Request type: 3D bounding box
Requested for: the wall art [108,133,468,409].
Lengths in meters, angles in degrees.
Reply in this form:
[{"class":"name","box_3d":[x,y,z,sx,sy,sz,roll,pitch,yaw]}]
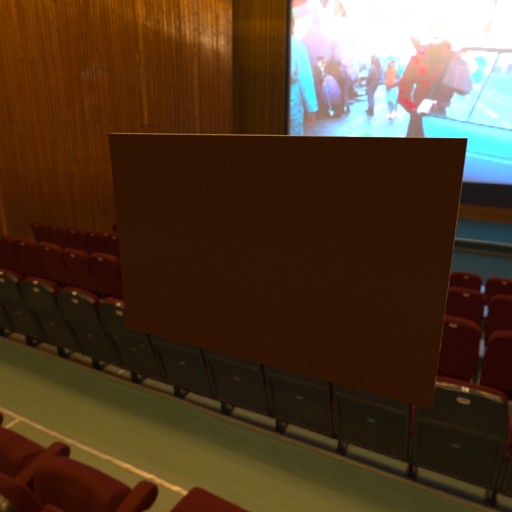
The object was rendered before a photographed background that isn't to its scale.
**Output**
[{"class":"wall art","box_3d":[0.000,0.000,1.159,0.932,0.610,0.027,8,19,26]}]
